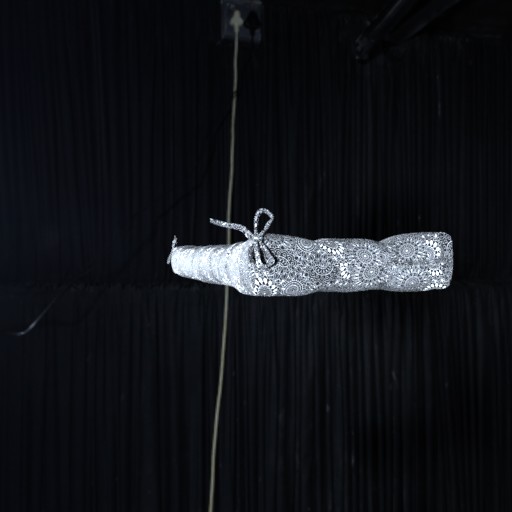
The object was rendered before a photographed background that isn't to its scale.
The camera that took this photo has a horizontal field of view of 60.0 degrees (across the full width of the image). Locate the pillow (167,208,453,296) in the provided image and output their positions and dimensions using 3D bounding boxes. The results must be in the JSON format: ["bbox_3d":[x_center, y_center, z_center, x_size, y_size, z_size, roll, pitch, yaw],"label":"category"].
[{"bbox_3d":[0.000,0.000,1.365,0.511,0.174,1.194,0,0,-18],"label":"pillow"}]
